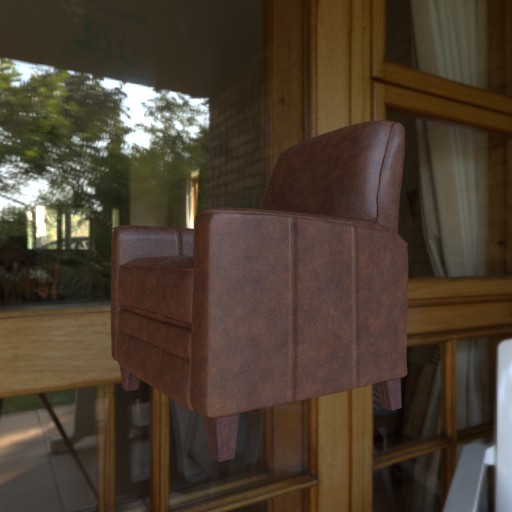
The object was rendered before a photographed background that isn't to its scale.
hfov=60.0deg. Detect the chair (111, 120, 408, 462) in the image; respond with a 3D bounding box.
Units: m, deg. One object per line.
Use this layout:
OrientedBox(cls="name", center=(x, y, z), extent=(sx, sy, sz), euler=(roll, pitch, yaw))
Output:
OrientedBox(cls="chair", center=(0.000, 0.000, 1.591), extent=(0.850, 1.010, 0.839), euler=(0, 0, -34))
